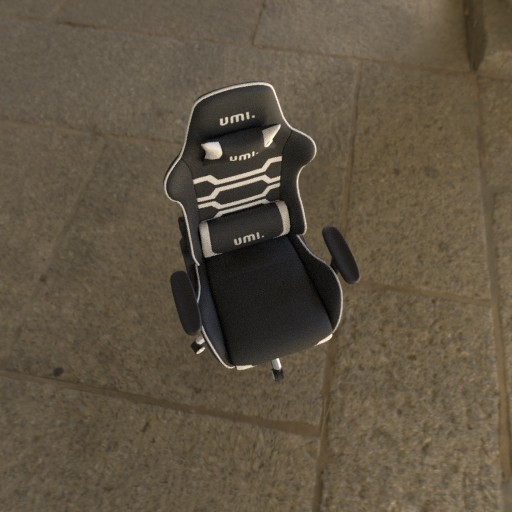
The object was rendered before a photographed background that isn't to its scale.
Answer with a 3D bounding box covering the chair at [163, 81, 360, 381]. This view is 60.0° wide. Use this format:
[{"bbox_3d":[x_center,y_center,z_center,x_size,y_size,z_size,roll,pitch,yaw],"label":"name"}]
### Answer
[{"bbox_3d":[0.000,0.000,1.664,0.700,1.240,0.700,-17,63,-9],"label":"chair"}]
